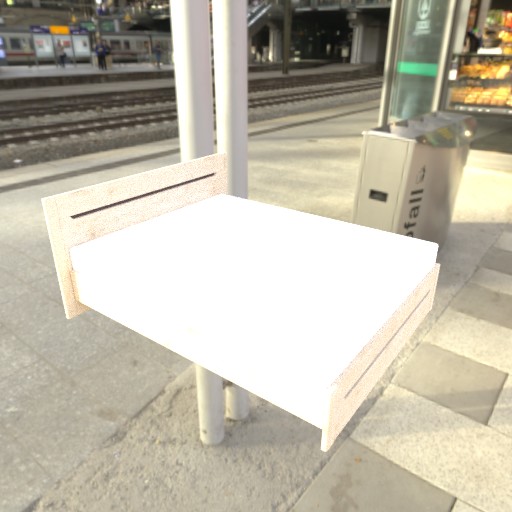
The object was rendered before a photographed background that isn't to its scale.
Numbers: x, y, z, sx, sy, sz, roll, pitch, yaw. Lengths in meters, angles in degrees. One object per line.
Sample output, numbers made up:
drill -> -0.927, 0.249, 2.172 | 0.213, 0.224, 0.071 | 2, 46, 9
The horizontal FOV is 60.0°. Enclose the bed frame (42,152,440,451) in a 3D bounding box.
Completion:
bed frame -> 0.000, 0.000, 3.112 | 2.080, 0.900, 1.800 | 17, 30, 33
